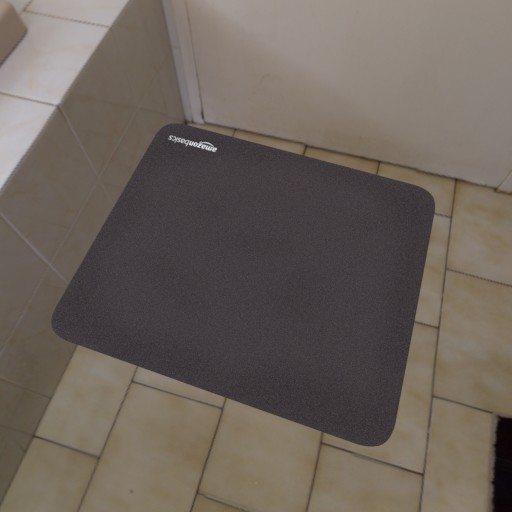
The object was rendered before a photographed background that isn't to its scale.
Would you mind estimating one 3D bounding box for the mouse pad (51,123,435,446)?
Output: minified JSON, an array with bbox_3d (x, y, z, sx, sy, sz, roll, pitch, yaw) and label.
[{"bbox_3d":[0.000,0.000,0.433,0.315,0.002,0.269,17,64,8],"label":"mouse pad"}]
